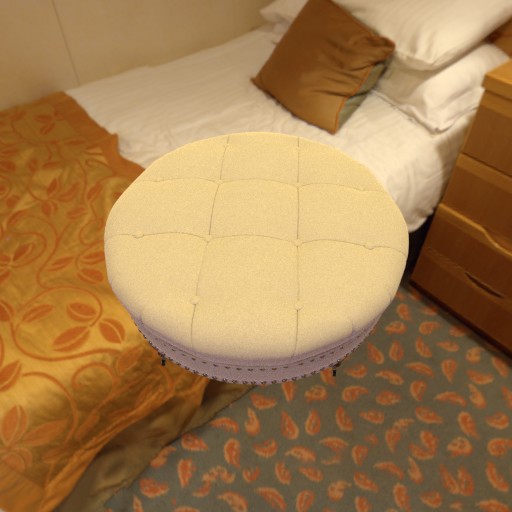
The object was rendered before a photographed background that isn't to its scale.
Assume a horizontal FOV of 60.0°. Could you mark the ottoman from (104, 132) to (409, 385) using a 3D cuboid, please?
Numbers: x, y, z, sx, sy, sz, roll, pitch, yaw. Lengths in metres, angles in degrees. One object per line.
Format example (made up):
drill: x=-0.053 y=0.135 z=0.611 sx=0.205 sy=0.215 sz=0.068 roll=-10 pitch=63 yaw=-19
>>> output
ottoman: x=0.000 y=0.000 z=1.420 sx=0.901 sy=0.439 sz=0.901 roll=0 pitch=47 yaw=0
